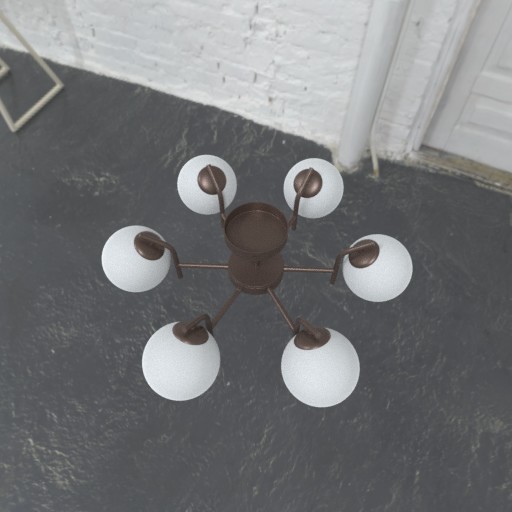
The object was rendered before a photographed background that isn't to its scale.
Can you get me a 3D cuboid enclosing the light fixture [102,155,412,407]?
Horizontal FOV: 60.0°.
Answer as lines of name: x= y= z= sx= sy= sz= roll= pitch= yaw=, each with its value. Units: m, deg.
light fixture: x=0.000 y=0.000 z=0.934 sx=0.662 sy=0.201 sz=0.662 roll=0 pitch=56 yaw=0
